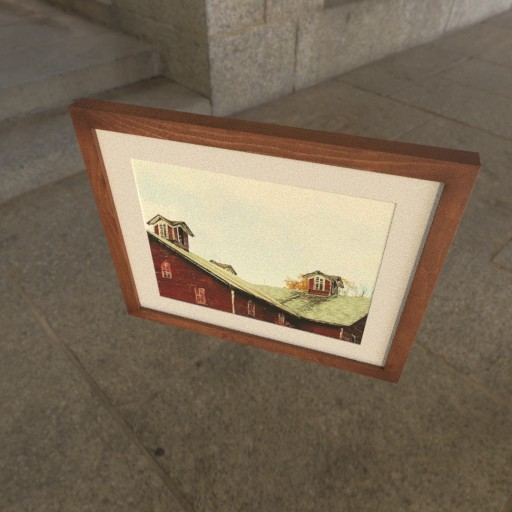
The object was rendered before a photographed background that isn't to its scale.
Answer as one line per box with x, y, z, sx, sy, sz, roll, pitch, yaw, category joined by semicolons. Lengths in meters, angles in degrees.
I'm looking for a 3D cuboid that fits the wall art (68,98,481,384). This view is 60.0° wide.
0.000;0.000;0.740;0.558;0.457;0.033;12;43;13;wall art
